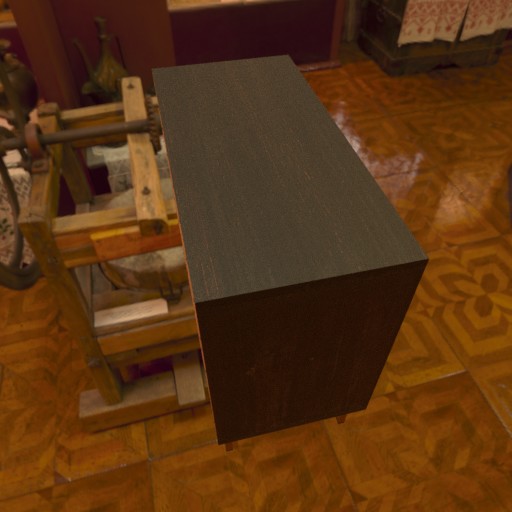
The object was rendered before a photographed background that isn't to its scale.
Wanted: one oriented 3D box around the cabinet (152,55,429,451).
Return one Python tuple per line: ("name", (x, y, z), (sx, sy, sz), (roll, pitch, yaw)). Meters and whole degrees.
("cabinet", (0.000, 0.000, 1.437), (0.451, 0.860, 0.950), (-10, 48, -9))
